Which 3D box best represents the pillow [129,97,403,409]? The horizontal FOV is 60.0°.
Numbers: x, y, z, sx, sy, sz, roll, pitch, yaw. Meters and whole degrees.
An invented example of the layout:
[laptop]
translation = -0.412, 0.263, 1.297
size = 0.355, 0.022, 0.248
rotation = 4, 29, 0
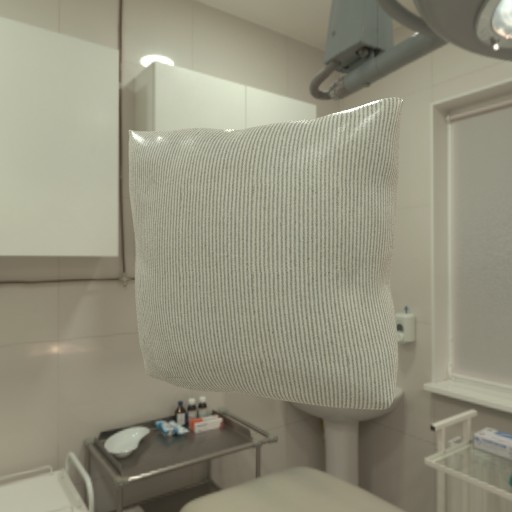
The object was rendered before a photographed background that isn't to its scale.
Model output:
[pillow]
translation = 0.000, 0.000, 0.691
size = 0.310, 0.432, 0.387
rotation = 0, 0, -36
